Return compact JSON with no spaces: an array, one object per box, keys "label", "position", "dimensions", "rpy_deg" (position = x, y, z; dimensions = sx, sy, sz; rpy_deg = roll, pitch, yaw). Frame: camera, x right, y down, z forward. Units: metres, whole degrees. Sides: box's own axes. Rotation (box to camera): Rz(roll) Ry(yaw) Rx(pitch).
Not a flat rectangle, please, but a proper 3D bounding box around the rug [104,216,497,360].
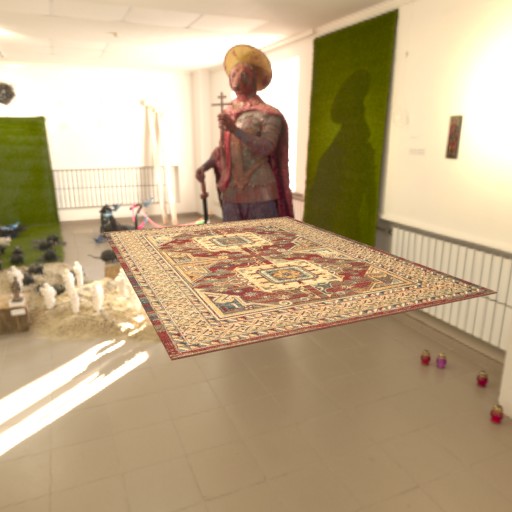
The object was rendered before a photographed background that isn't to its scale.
[{"label":"rug","position":[0.000,0.000,4.133],"dimensions":[2.381,0.013,3.197],"rpy_deg":[-7,17,-23]}]
